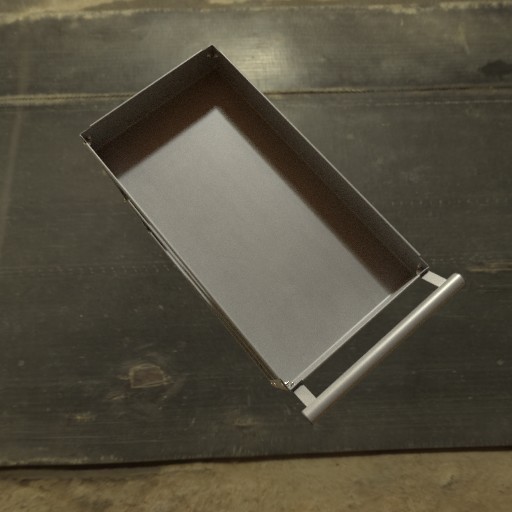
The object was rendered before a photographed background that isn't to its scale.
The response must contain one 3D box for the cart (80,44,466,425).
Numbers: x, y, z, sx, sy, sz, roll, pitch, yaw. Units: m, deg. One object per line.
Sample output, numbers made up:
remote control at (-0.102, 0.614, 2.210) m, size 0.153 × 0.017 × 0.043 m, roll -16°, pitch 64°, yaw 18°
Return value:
cart at (0.000, 0.000, 1.189) m, size 0.366 × 0.780 × 0.719 m, roll -39°, pitch 78°, yaw -10°
